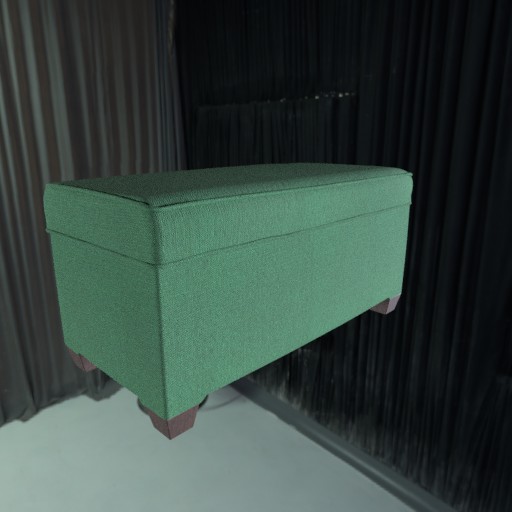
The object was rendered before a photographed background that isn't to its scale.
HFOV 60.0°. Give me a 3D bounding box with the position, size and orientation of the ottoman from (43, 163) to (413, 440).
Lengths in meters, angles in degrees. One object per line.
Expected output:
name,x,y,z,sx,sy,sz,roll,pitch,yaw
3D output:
ottoman,0.000,0.000,1.222,0.483,0.471,0.957,15,22,42
